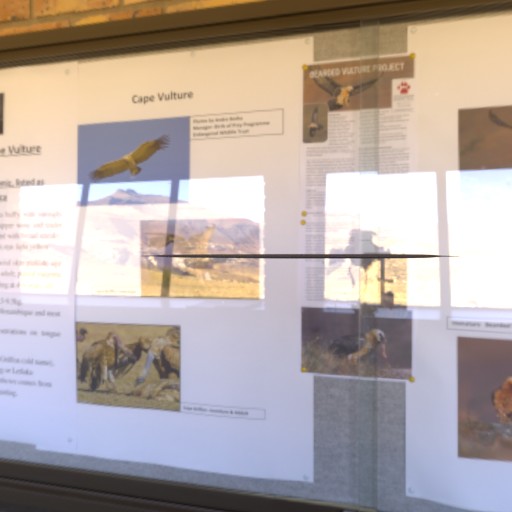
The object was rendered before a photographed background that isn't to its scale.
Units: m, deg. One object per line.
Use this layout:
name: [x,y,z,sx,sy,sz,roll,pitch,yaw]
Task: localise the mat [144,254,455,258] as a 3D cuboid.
mat: [0.000,0.000,1.822,0.913,0.013,1.524,0,0,-18]
